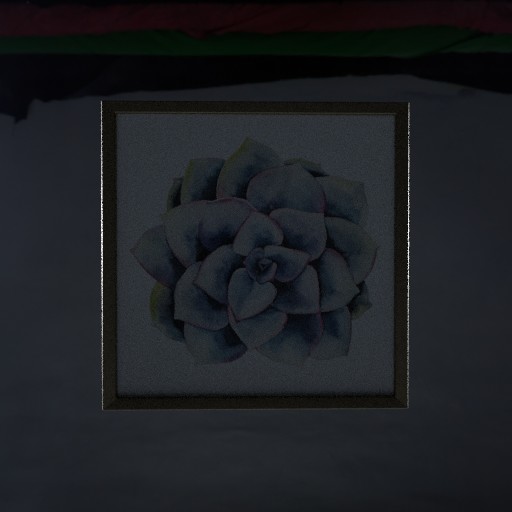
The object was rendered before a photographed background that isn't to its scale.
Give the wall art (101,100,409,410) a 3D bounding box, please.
[{"bbox_3d":[0.000,0.000,0.742,0.503,0.506,0.030,0,1,-1],"label":"wall art"}]
